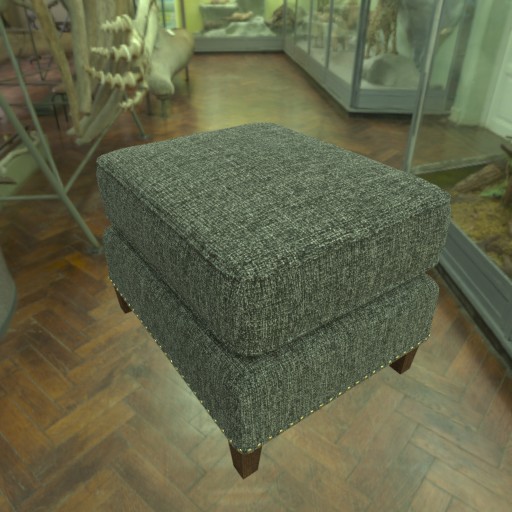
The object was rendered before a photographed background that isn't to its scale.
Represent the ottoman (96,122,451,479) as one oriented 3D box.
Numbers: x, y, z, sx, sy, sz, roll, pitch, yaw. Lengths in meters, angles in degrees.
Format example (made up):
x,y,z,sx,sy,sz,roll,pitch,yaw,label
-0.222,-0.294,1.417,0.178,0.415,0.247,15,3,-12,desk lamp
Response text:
x,y,z,sx,sy,sz,roll,pitch,yaw,label
0.000,0.000,1.145,0.589,0.537,0.738,-21,38,-29,ottoman
